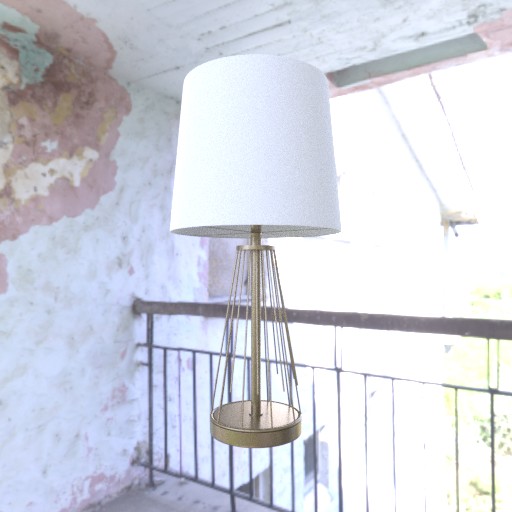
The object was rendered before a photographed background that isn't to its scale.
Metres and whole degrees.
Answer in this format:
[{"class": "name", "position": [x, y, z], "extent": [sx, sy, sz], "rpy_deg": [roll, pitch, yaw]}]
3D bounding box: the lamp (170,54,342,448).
[{"class": "lamp", "position": [0.000, 0.000, 0.794], "extent": [0.303, 0.618, 0.303], "rpy_deg": [0, -2, 0]}]
